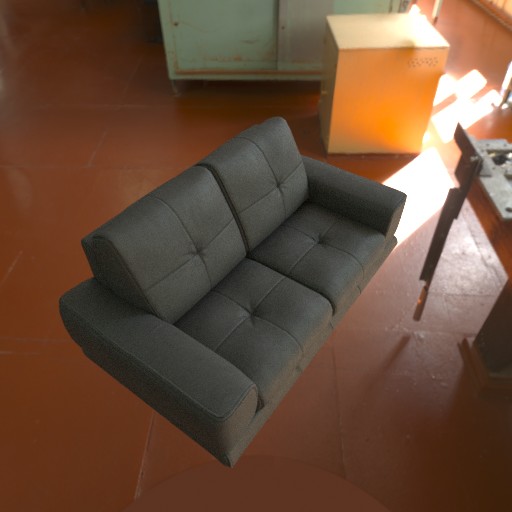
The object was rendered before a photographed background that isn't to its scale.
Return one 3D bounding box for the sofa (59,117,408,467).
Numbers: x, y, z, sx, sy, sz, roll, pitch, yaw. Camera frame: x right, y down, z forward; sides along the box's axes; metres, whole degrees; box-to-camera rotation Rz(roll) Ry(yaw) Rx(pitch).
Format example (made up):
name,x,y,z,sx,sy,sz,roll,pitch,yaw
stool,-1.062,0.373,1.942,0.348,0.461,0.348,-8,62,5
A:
name,x,y,z,sx,sy,sz,roll,pitch,yaw
sofa,0.000,0.000,2.391,1.018,0.907,1.806,27,50,25
